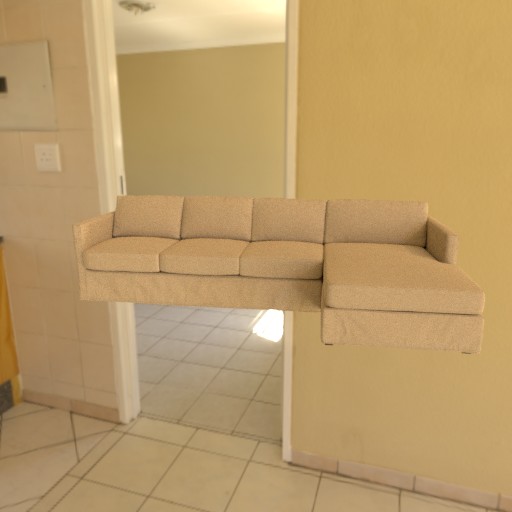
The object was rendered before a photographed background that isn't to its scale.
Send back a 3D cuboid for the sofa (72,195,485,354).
[{"bbox_3d":[0.000,0.000,3.753,3.177,0.867,1.622,2,14,8],"label":"sofa"}]
